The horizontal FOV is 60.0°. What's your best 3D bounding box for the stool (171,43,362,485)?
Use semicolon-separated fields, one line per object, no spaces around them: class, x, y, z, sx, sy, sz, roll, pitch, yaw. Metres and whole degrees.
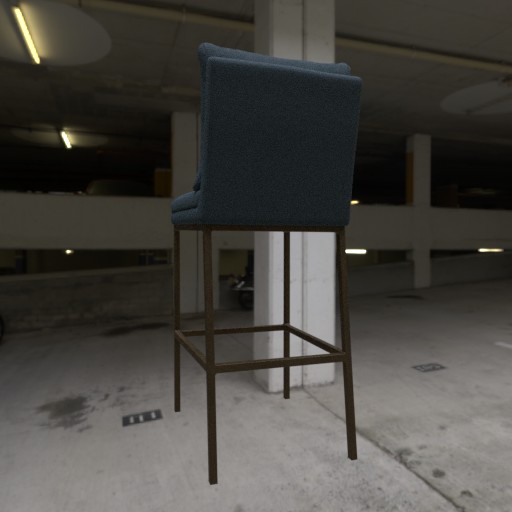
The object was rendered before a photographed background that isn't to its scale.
stool;0.000;0.000;1.406;0.463;1.124;0.568;0;1;-18
